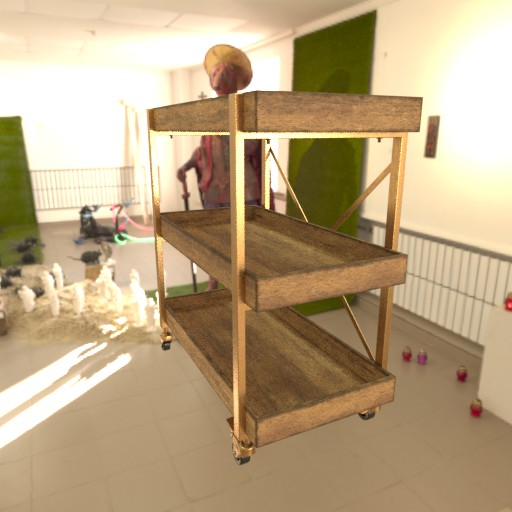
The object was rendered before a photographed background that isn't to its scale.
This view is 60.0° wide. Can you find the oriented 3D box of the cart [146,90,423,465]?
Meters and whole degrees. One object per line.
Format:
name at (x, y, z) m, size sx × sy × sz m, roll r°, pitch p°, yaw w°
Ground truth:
cart at (0.000, 0.000, 1.231) m, size 0.416 × 0.799 × 0.750 m, roll -8°, pitch 18°, yaw -25°
